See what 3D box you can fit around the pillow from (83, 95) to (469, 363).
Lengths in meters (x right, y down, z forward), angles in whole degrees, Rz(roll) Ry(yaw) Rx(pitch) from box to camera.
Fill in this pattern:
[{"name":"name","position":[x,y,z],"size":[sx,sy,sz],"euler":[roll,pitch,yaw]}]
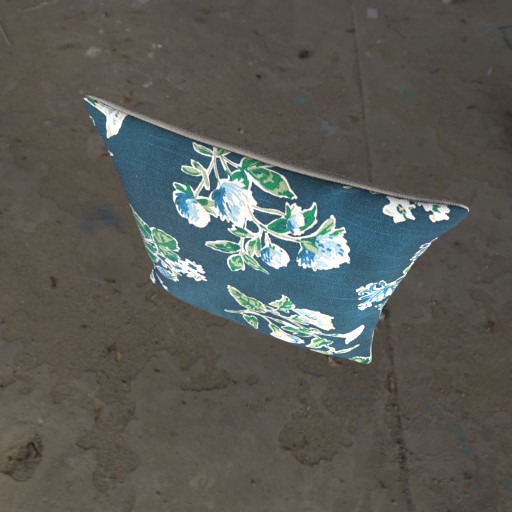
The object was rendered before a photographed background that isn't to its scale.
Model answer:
[{"name":"pillow","position":[0.000,0.000,0.771],"size":[0.525,0.508,0.166],"euler":[19,60,12]}]
